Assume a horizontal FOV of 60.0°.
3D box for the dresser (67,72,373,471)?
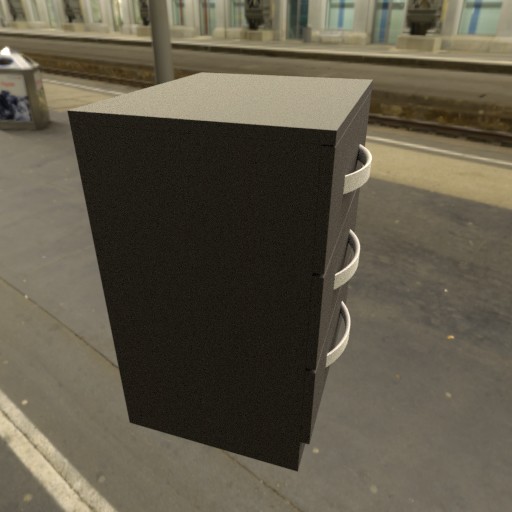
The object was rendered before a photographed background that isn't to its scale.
[{"bbox_3d":[0.000,0.000,0.801,0.360,0.560,0.400,9,30,16],"label":"dresser"}]
